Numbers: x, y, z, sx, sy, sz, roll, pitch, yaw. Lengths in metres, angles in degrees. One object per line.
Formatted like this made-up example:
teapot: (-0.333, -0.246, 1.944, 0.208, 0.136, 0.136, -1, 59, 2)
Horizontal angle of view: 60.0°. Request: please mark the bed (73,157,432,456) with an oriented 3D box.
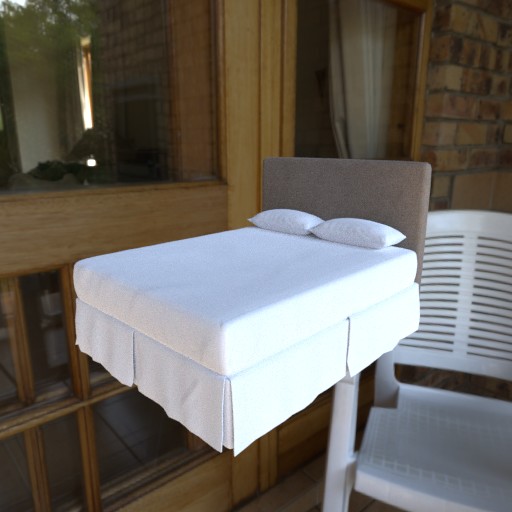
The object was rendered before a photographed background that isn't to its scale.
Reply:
bed: (0.000, 0.000, 3.228, 1.723, 1.330, 2.142, 14, 20, 42)
